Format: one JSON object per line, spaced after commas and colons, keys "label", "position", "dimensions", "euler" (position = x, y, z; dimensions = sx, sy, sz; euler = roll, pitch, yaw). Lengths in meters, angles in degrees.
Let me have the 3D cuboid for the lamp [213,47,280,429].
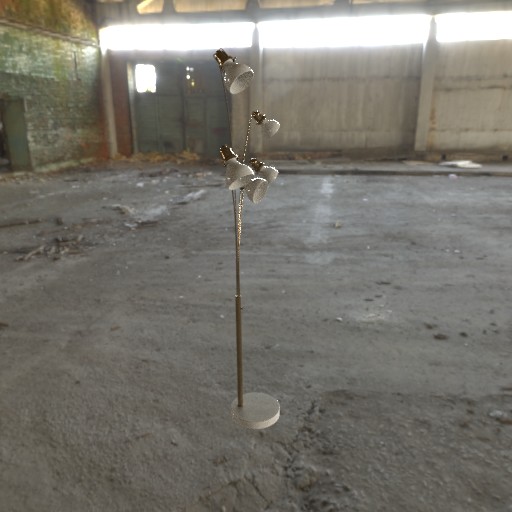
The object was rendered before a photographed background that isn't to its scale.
{"label": "lamp", "position": [0.000, 0.000, 2.972], "dimensions": [0.361, 2.423, 1.405], "euler": [3, 17, 10]}
